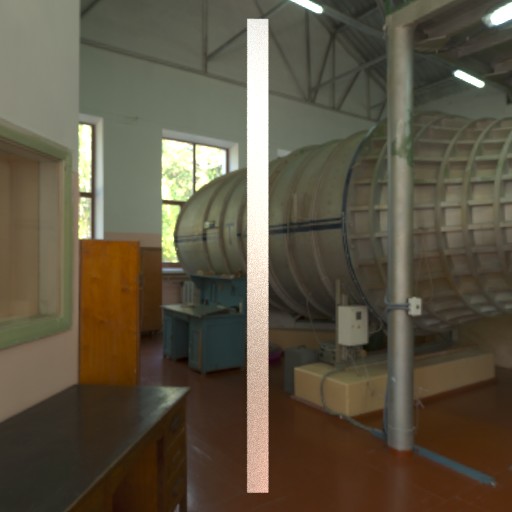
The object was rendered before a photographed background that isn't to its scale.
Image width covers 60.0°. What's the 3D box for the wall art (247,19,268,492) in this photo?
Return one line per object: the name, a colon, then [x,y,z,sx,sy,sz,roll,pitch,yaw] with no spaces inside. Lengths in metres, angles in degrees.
wall art: [0.000,0.000,0.755,0.025,0.569,0.444,0,0,-1]
